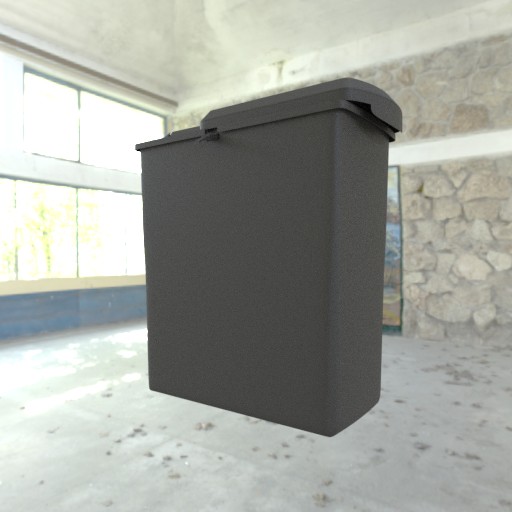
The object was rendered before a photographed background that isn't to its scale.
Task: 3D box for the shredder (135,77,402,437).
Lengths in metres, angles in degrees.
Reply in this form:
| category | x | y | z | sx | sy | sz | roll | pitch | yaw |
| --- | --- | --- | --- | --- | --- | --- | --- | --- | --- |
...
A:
| category | x | y | z | sx | sy | sz | roll | pitch | yaw |
| --- | --- | --- | --- | --- | --- | --- | --- | --- | --- |
| shredder | 0.000 | 0.000 | 0.518 | 0.320 | 0.335 | 0.170 | 0 | 0 | 35 |
